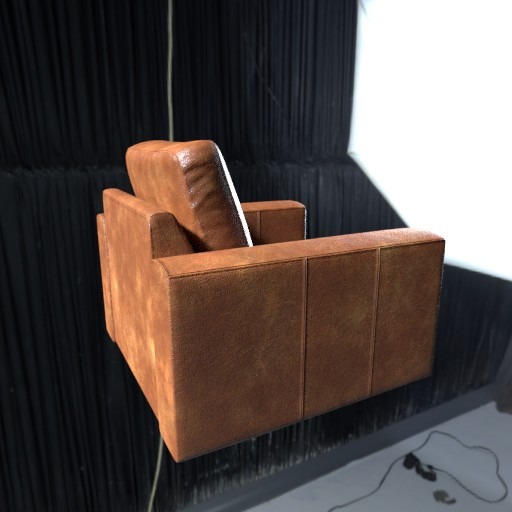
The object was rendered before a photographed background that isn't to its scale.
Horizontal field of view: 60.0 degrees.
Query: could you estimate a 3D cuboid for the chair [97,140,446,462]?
[{"bbox_3d":[0.000,0.000,1.730,1.016,0.873,1.005,-8,16,-27],"label":"chair"}]
